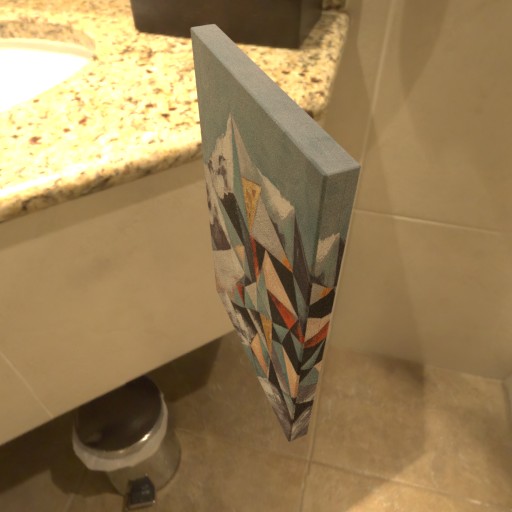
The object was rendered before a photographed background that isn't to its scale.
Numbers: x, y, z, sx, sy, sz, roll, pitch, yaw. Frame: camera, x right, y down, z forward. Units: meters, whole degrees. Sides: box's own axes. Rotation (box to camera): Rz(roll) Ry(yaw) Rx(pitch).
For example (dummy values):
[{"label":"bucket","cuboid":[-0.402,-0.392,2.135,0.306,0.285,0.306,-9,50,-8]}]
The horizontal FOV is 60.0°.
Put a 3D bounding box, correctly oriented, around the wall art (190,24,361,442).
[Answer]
[{"label":"wall art","cuboid":[0.000,0.000,1.127,0.061,0.911,0.609,-17,48,-16]}]
